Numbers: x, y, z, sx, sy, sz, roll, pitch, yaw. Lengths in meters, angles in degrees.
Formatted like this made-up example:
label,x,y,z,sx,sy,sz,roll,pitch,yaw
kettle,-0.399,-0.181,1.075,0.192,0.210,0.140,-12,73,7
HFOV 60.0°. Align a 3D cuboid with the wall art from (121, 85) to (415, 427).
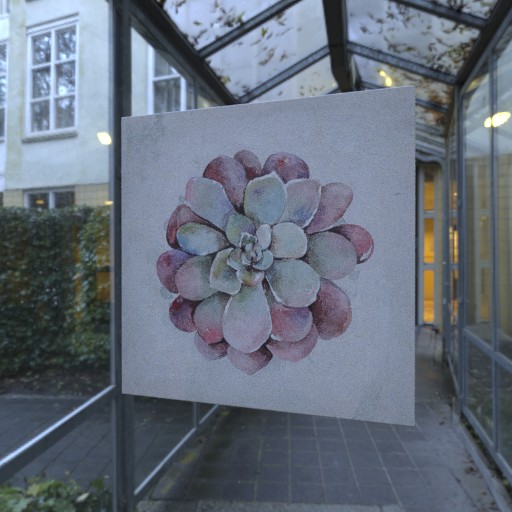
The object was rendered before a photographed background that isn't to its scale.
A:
label,x,y,z,sx,sy,sz,roll,pitch,yaw
wall art,0.000,0.000,0.897,0.605,0.605,0.044,0,0,18
